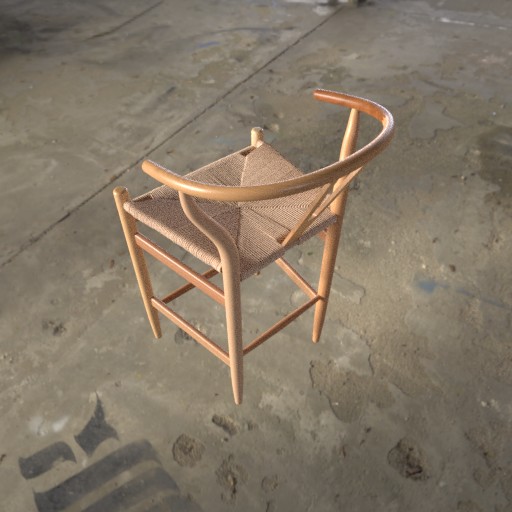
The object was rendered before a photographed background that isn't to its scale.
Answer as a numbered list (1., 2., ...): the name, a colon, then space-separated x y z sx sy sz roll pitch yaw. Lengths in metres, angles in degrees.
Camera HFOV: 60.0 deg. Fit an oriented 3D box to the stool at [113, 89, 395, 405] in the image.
1. stool: 0.000 0.000 1.276 0.536 0.923 0.575 -32 53 -28
